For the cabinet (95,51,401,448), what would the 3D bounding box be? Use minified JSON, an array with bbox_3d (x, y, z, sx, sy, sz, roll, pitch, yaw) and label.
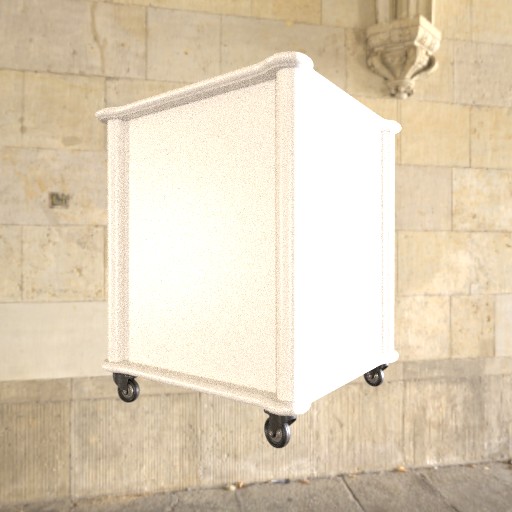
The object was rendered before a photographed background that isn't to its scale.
[{"bbox_3d":[0.000,0.000,1.226,0.627,0.761,0.628,0,0,36],"label":"cabinet"}]
